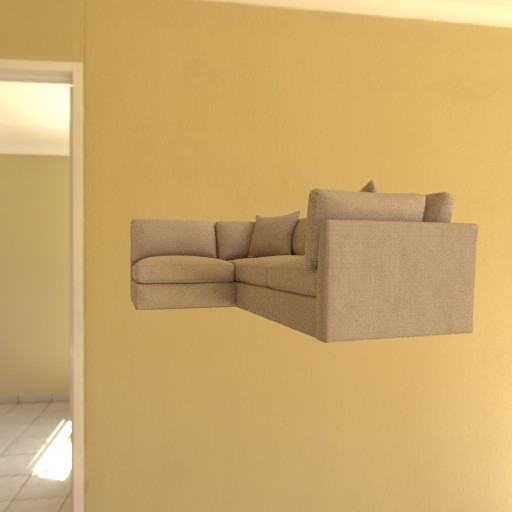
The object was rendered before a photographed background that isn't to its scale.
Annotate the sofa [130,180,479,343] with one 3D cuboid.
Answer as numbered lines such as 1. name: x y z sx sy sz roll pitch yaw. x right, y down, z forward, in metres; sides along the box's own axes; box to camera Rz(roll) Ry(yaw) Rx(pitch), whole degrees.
1. sofa: 0.000 0.000 3.834 1.994 0.978 2.896 0 0 -18
